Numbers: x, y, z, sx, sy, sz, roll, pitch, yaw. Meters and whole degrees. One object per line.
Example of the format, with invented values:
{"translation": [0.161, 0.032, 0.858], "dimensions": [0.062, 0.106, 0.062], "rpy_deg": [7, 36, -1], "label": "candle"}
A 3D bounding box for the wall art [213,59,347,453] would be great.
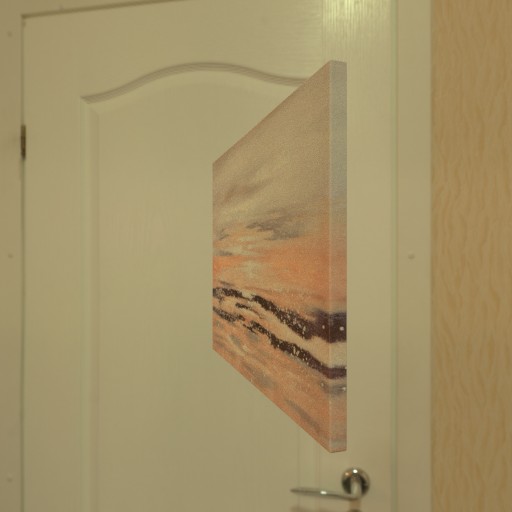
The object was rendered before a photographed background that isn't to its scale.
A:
{"translation": [0.000, 0.000, 1.341], "dimensions": [0.038, 0.763, 1.015], "rpy_deg": [0, 0, -18], "label": "wall art"}
